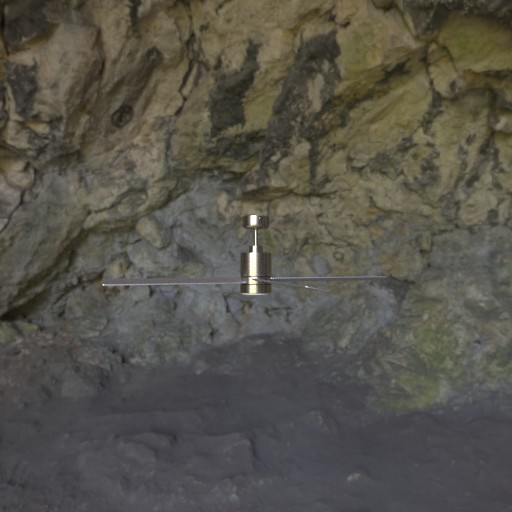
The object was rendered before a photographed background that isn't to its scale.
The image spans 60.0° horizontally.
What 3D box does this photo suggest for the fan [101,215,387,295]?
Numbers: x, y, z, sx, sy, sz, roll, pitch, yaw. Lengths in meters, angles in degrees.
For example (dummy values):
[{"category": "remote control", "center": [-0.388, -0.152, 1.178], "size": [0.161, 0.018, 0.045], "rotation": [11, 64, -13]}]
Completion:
[{"category": "fan", "center": [0.000, 0.000, 2.008], "size": [1.322, 0.355, 1.322], "rotation": [0, 0, -17]}]
